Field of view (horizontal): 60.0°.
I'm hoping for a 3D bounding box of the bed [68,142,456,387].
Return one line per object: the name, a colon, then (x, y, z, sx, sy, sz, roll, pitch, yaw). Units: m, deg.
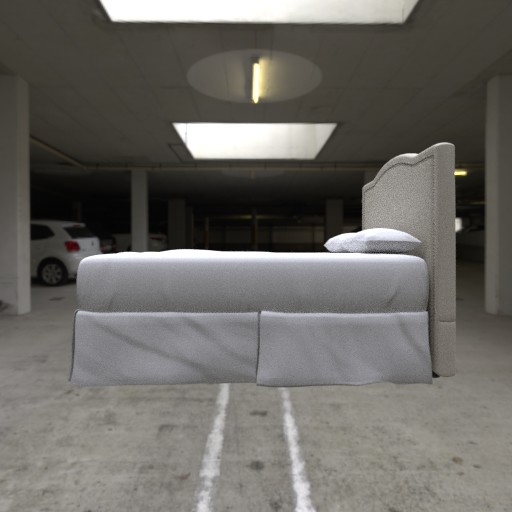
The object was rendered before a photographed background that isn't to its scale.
bed: (0.000, 0.000, 3.294, 2.196, 1.449, 1.741, 0, 0, -1)
